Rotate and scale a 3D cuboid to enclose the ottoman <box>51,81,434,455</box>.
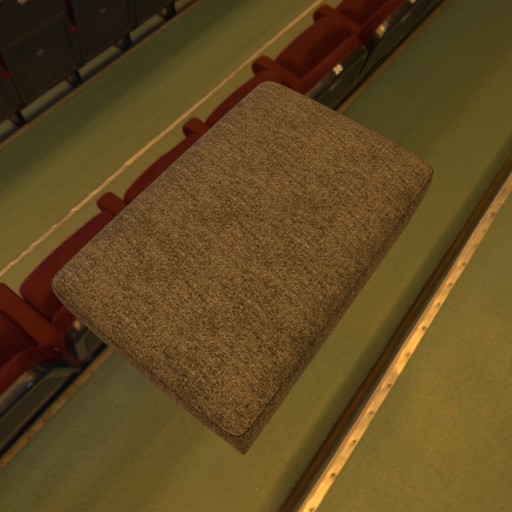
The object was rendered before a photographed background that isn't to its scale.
[{"bbox_3d":[0.000,0.000,1.235,0.584,0.483,0.864,34,67,16],"label":"ottoman"}]
